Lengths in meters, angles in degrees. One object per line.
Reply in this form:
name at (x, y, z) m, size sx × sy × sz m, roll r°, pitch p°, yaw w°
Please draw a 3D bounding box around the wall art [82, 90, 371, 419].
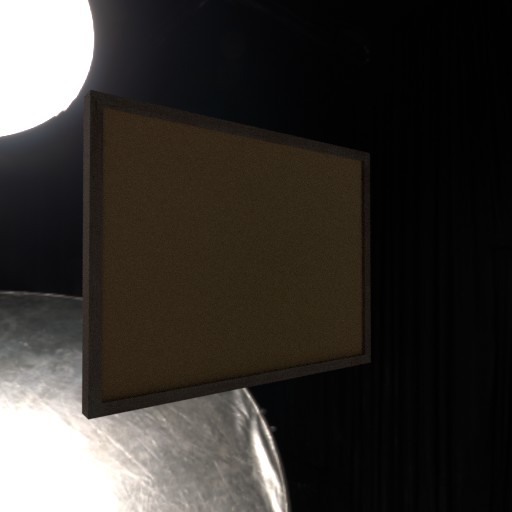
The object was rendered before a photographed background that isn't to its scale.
wall art at (0.000, 0.000, 1.776) m, size 1.320 × 1.009 × 0.070 m, roll 1°, pitch -1°, yaw -36°
